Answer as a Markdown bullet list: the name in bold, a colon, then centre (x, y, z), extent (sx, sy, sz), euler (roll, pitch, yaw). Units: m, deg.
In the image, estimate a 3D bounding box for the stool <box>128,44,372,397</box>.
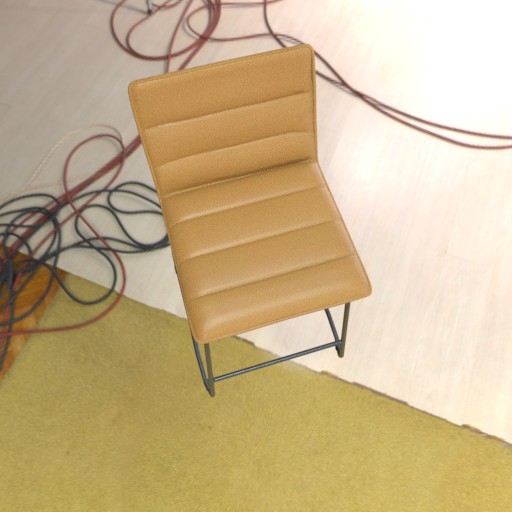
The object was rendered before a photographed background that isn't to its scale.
- **stool**: centre (0.000, 0.000, 1.176), extent (0.489, 0.866, 0.524), euler (-15, 67, -7)
